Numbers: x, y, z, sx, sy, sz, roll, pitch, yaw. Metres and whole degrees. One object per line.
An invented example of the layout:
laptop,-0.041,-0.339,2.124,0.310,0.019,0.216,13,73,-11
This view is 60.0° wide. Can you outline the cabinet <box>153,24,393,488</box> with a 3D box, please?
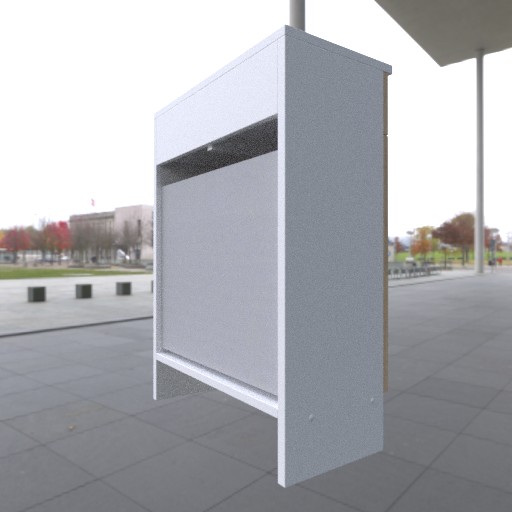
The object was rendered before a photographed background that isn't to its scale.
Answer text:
cabinet,0.000,0.000,1.106,0.296,0.815,0.600,0,0,-35
